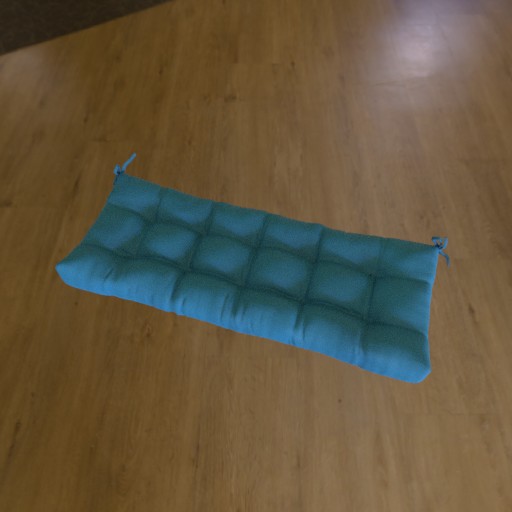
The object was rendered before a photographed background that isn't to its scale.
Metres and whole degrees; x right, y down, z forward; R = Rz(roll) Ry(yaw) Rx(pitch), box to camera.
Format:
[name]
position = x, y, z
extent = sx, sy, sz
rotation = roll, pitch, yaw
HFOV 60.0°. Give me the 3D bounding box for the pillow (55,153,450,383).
[pillow]
position = 0.000, 0.000, 1.404
extent = 1.194, 0.174, 0.511
rotation = 14, 57, 9
